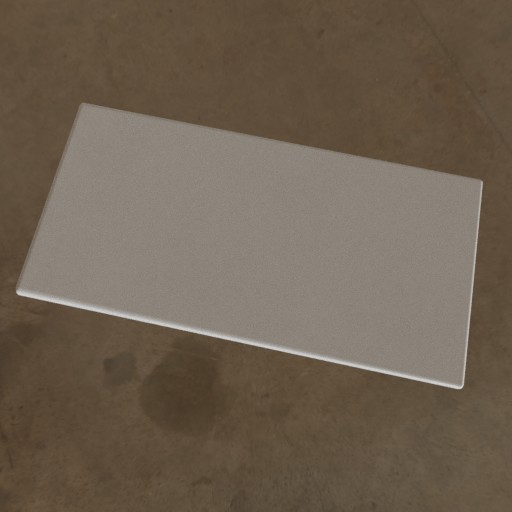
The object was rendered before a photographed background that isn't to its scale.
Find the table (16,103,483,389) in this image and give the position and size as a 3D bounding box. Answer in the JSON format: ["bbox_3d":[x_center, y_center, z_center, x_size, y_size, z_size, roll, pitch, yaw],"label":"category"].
[{"bbox_3d":[0.000,0.000,1.425,1.171,0.487,0.580,12,76,3],"label":"table"}]
